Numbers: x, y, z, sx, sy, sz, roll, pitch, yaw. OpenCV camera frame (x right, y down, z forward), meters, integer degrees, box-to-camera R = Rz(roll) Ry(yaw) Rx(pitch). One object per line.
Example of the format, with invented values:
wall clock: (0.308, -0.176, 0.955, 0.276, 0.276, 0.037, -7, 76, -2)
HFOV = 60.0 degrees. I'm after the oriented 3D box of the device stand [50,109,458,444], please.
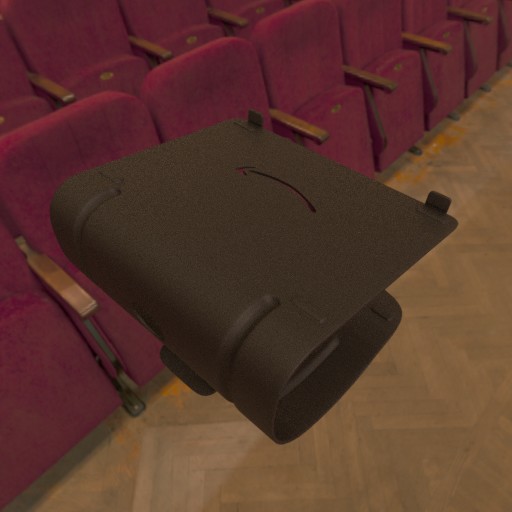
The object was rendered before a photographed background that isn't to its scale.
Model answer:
device stand: (0.000, 0.000, 0.399, 0.256, 0.155, 0.236, 33, 55, 27)
